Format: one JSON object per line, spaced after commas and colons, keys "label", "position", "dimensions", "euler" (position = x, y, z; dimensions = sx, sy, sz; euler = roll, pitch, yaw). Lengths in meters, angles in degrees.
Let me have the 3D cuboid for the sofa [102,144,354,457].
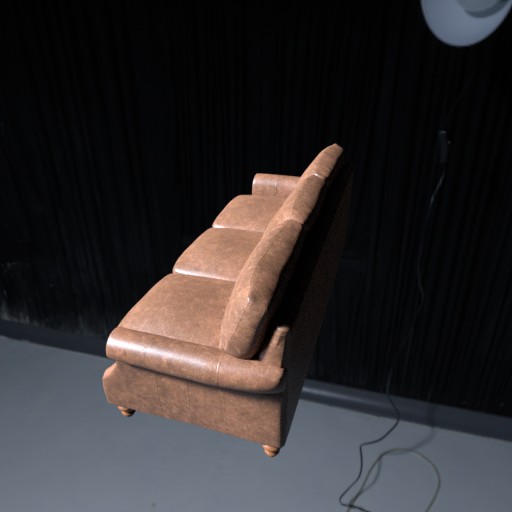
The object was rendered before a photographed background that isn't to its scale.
{"label": "sofa", "position": [0.000, 0.000, 2.906], "dimensions": [0.973, 0.977, 2.351], "euler": [9, 31, 15]}
